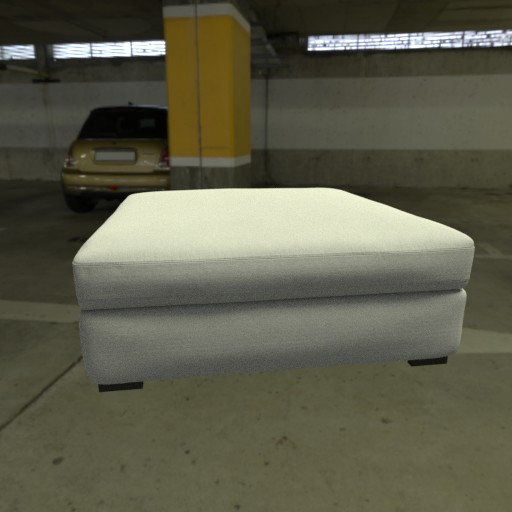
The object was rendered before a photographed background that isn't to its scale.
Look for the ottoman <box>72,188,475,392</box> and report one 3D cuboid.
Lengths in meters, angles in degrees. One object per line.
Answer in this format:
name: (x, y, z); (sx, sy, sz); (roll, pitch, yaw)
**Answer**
ottoman: (0.000, 0.000, 1.786); (1.167, 0.482, 1.163); (-2, 16, -8)
